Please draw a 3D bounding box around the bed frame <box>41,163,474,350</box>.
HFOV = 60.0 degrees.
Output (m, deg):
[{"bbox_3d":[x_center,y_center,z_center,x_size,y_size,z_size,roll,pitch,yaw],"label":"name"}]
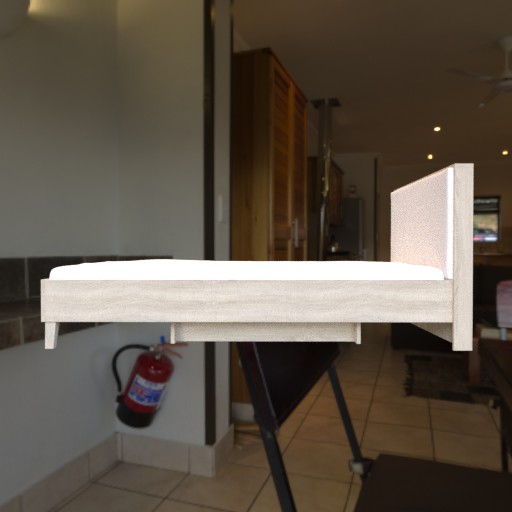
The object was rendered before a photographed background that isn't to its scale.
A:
[{"bbox_3d":[0.000,0.000,2.682,2.140,0.920,0.990,0,1,0],"label":"bed frame"}]
